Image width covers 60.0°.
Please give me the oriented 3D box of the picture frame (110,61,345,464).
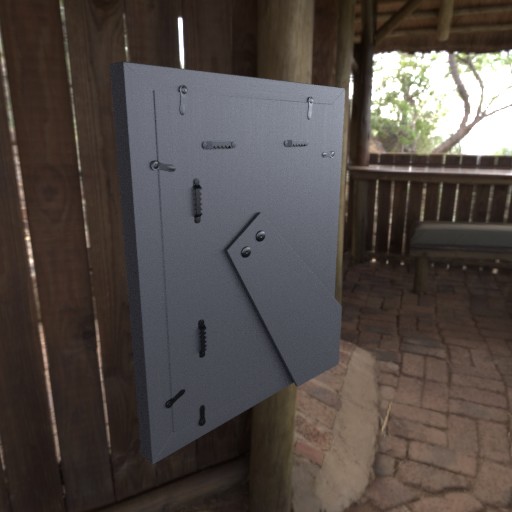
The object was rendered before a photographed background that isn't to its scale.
[{"bbox_3d":[0.000,0.000,0.510,0.307,0.383,0.036,-15,21,-43],"label":"picture frame"}]
